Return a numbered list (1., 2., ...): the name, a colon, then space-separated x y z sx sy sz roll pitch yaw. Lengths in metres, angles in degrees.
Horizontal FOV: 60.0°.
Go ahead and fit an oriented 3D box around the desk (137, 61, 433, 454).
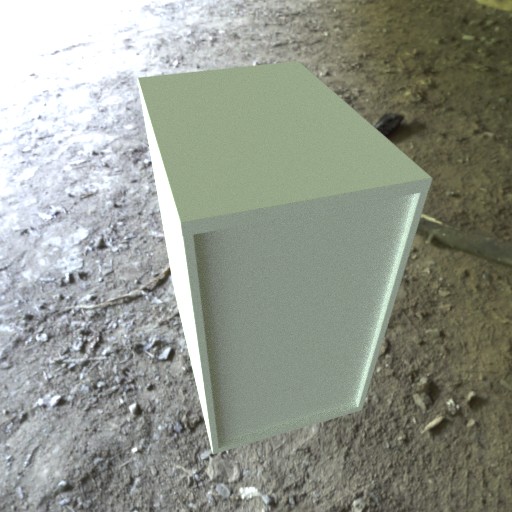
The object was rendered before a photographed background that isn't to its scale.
1. desk: 0.000 0.000 1.115 0.404 0.730 0.600 -11 43 -13
